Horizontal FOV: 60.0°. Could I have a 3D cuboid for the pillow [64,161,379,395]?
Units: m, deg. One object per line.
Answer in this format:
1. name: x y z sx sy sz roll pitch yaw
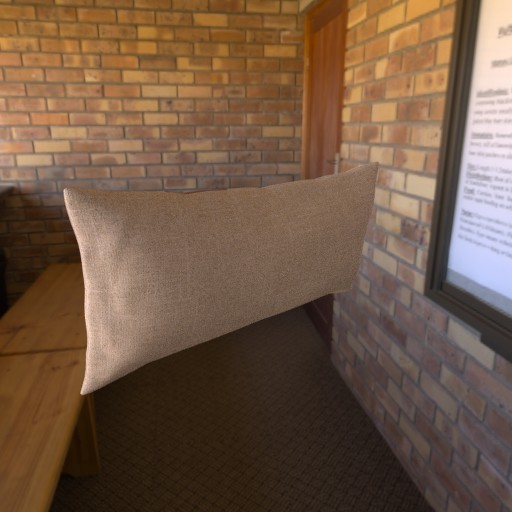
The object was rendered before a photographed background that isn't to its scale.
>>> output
1. pillow: 0.000 0.000 0.738 0.612 0.282 0.155 -14 21 -40
